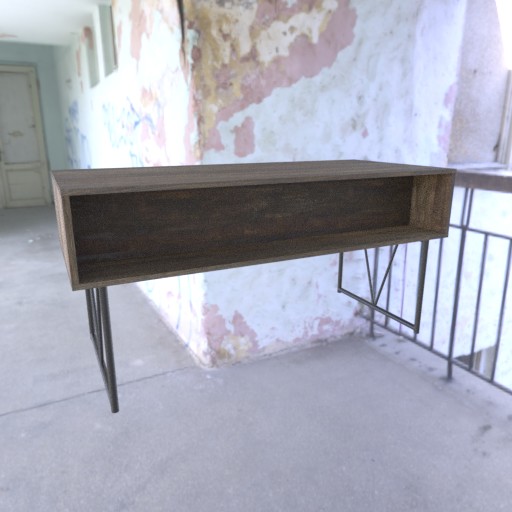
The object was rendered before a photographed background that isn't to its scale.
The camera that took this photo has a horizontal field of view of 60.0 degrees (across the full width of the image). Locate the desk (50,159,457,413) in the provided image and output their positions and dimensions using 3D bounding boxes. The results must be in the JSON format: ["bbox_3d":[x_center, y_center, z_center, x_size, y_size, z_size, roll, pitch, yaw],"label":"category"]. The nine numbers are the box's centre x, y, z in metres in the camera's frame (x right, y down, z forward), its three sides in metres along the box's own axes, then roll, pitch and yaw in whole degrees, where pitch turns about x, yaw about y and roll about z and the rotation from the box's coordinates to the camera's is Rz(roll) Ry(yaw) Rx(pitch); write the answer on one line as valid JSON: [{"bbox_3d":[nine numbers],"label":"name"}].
[{"bbox_3d":[0.000,0.000,2.024,1.600,0.780,0.730,-8,18,-25],"label":"desk"}]
